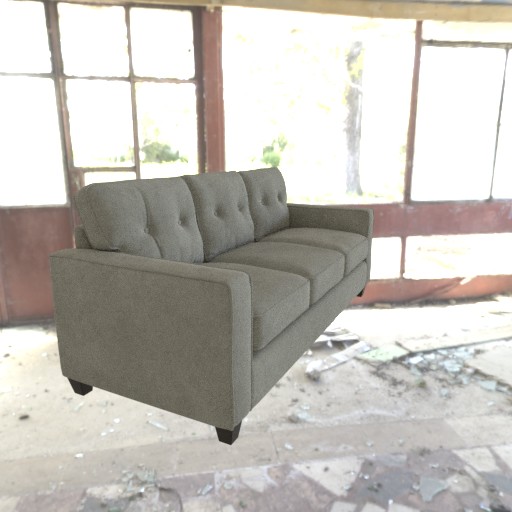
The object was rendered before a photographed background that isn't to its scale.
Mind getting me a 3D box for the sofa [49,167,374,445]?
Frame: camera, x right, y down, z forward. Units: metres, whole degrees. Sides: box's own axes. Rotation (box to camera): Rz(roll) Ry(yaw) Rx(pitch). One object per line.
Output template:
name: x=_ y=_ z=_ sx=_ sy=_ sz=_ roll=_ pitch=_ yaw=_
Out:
sofa: x=0.000 y=0.000 z=2.629 sx=0.939 sy=0.965 sz=2.133 roll=7 pitch=15 yaw=27
